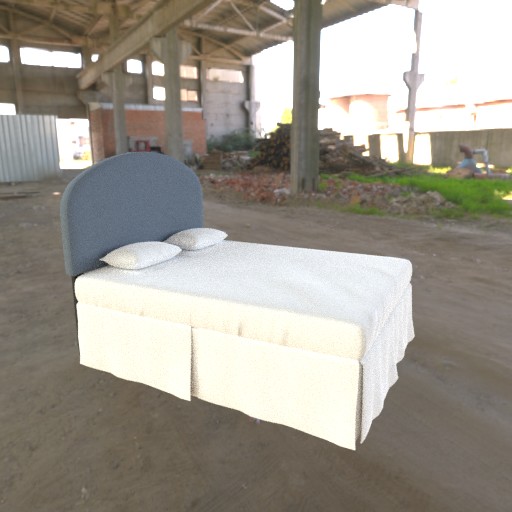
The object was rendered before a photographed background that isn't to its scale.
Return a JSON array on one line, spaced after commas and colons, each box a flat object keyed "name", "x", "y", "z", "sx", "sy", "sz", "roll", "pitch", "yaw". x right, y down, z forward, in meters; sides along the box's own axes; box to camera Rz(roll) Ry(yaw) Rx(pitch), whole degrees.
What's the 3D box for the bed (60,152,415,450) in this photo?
[{"name": "bed", "x": 0.000, "y": 0.000, "z": 3.078, "sx": 2.005, "sy": 1.410, "sz": 1.607, "roll": 7, "pitch": 15, "yaw": 26}]
